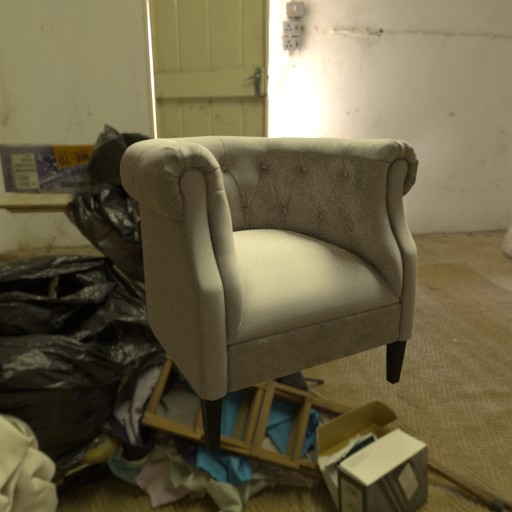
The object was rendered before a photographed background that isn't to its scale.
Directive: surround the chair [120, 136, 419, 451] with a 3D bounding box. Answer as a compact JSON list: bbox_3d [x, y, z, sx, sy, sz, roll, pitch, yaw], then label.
[{"bbox_3d":[0.000,0.000,1.600,0.904,0.826,0.851,-9,18,-28],"label":"chair"}]
